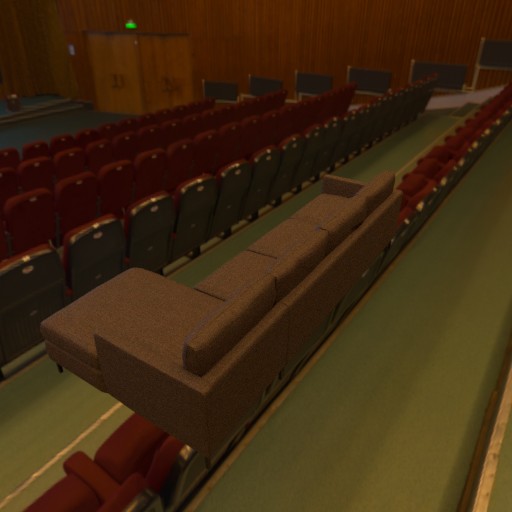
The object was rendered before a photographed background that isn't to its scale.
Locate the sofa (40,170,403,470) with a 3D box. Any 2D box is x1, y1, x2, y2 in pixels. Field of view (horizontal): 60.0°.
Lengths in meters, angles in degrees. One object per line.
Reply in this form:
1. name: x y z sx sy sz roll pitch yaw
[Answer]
1. sofa: 0.000 0.000 3.820 1.483 0.892 3.221 19 36 29
